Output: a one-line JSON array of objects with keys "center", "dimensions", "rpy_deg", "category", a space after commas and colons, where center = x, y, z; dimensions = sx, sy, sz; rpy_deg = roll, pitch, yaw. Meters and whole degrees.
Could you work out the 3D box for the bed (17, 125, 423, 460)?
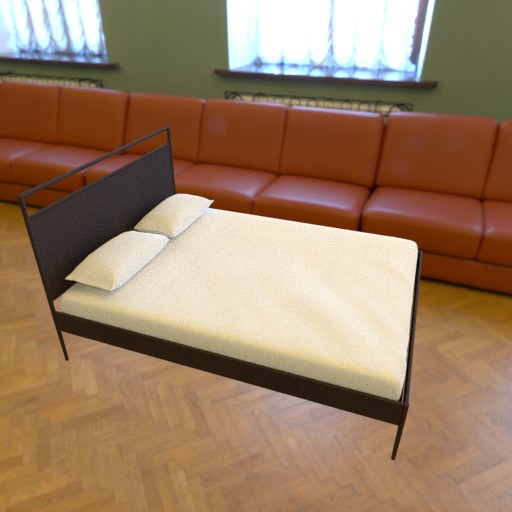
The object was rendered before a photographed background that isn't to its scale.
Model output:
[{"center": [0.000, 0.000, 2.954], "dimensions": [2.122, 1.173, 1.572], "rpy_deg": [11, 32, 17], "category": "bed"}]
